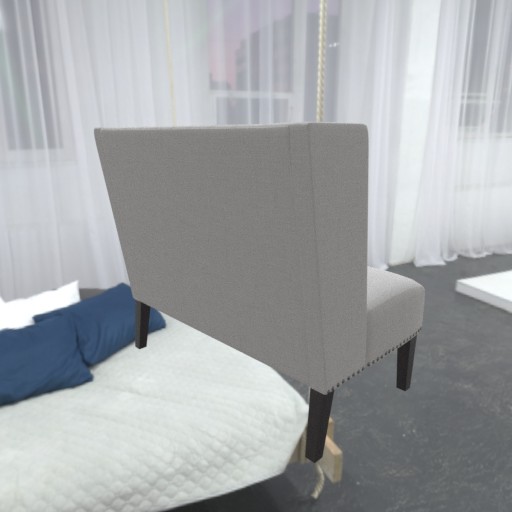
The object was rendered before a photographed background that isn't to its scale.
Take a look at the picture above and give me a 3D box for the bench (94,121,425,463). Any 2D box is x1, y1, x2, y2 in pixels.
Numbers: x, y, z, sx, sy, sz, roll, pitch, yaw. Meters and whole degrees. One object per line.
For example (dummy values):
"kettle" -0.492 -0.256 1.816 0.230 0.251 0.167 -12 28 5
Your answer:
"bench" 0.000 0.000 2.003 0.847 1.123 1.280 -14 21 -42
